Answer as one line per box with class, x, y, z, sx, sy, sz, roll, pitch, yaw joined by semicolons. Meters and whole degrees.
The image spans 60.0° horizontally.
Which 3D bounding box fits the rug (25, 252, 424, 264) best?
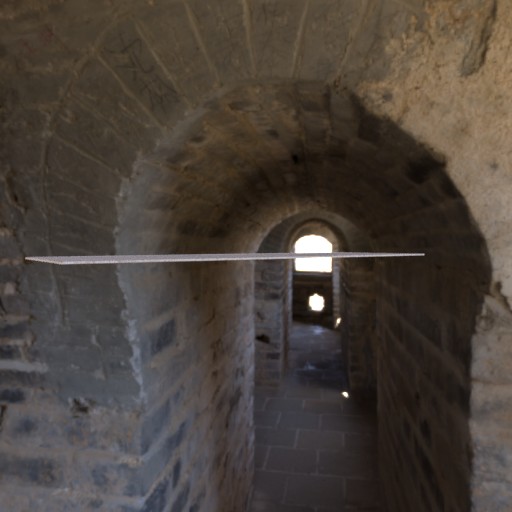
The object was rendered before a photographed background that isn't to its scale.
rug;0.000;0.000;2.754;2.452;0.012;0.775;-1;2;-37
